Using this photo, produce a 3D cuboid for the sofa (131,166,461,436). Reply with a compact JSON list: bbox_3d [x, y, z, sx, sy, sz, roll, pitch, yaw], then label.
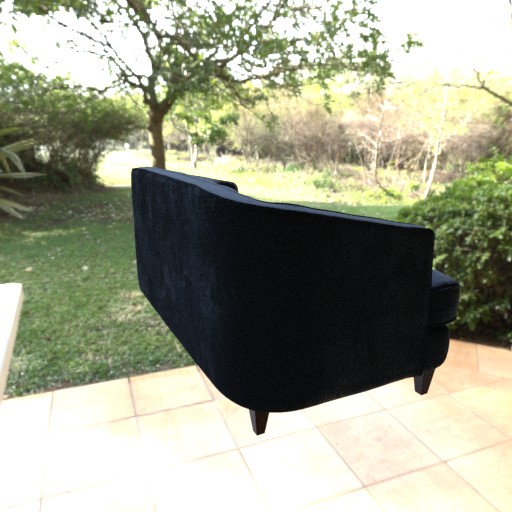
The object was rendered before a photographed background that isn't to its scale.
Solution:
[{"bbox_3d":[0.000,0.000,2.218,0.941,0.854,1.733,-8,17,-26],"label":"sofa"}]
